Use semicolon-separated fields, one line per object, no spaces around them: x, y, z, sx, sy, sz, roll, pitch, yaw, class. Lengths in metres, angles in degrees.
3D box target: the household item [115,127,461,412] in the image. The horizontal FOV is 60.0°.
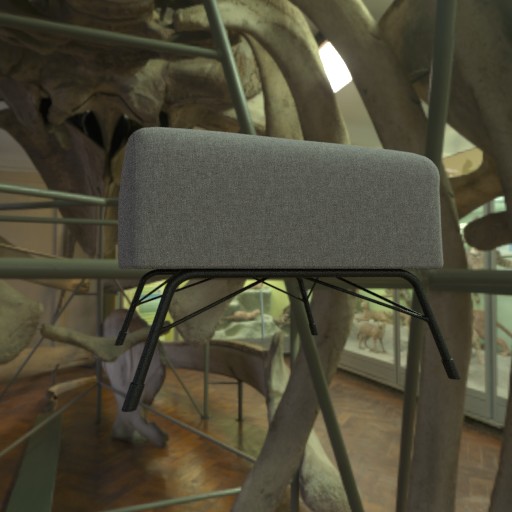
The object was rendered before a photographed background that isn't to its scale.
0.000;0.000;0.891;0.530;0.410;0.530;1;-2;-19;household item
